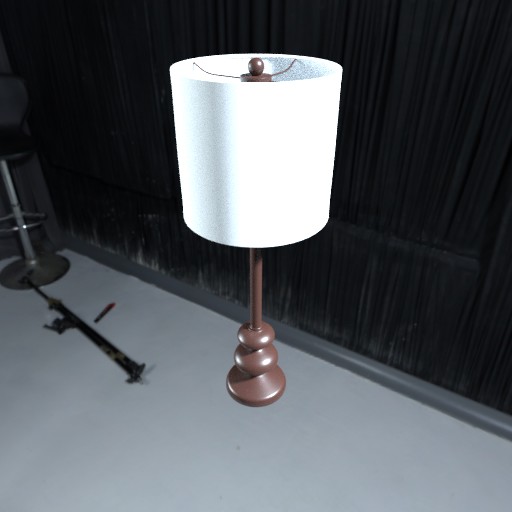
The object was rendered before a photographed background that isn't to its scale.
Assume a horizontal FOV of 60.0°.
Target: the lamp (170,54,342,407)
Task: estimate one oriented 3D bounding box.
[{"bbox_3d":[0.000,0.000,0.836,0.254,0.690,0.254,19,37,28],"label":"lamp"}]
